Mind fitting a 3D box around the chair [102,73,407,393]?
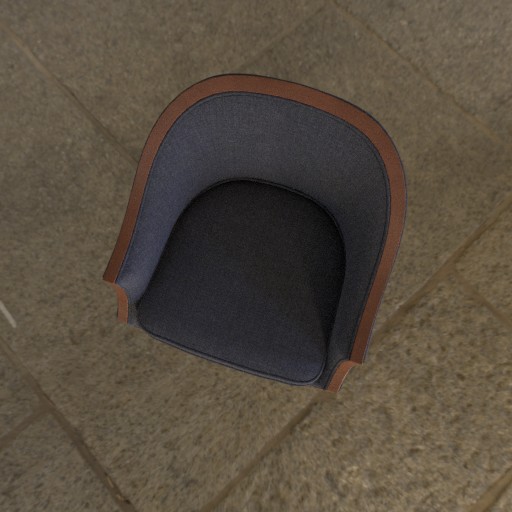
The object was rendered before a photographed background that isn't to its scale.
[{"bbox_3d":[0.000,0.000,1.469,0.803,0.876,0.735,17,75,5],"label":"chair"}]
